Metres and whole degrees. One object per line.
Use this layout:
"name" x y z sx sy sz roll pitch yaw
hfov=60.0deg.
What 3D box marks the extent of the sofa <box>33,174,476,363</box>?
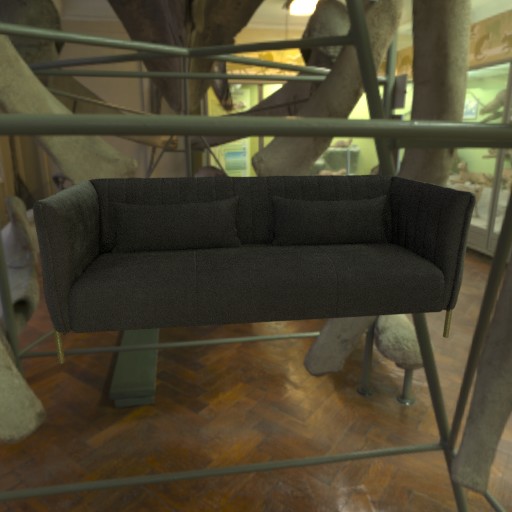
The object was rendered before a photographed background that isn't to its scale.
"sofa" 0.000 0.000 2.394 1.980 0.780 0.876 -2 16 -7
